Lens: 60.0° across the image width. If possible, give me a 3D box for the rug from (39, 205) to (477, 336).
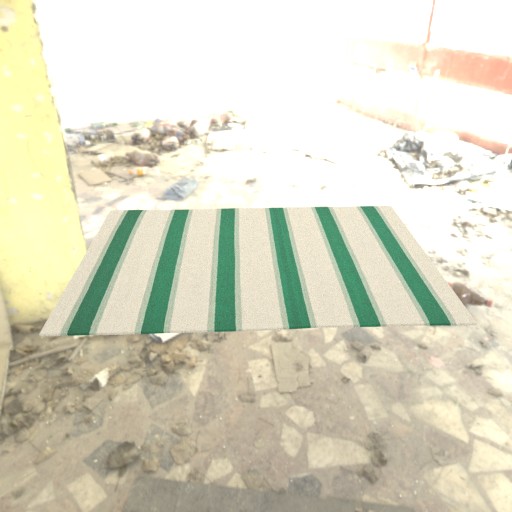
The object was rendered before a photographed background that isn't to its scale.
[{"bbox_3d":[0.000,0.000,2.366,1.829,0.012,1.210,-1,31,-2],"label":"rug"}]
